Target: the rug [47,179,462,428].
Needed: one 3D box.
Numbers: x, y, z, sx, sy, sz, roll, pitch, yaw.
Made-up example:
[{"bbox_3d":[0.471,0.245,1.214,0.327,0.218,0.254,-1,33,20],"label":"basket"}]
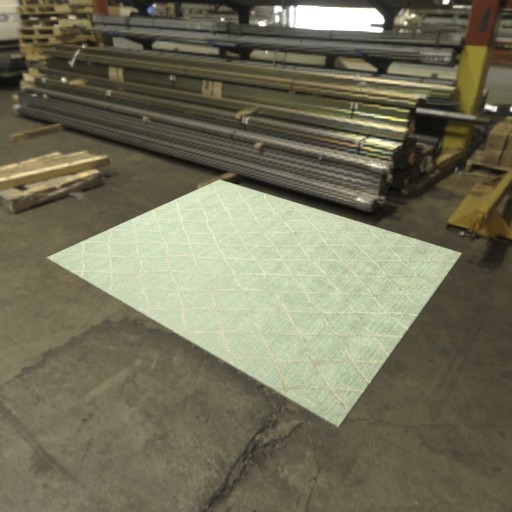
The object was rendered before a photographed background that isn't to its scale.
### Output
[{"bbox_3d":[0.000,0.000,4.139,3.039,0.019,2.420,22,38,31],"label":"rug"}]
